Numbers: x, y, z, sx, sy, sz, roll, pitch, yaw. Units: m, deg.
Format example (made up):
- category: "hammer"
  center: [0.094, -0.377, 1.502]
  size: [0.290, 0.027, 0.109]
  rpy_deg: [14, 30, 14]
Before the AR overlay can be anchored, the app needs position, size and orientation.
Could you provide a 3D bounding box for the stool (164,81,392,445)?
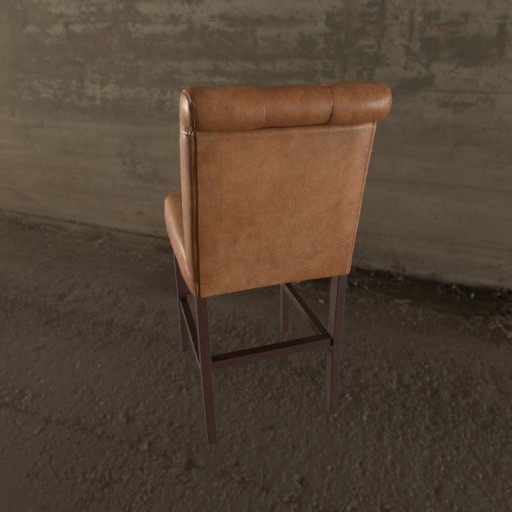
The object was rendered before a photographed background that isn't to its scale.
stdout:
- category: "stool"
  center: [0.000, 0.000, 1.375]
  size: [0.493, 1.047, 0.601]
  rpy_deg: [-8, 28, -15]
